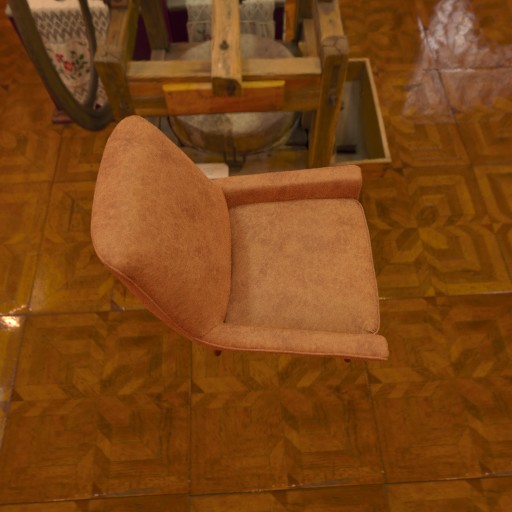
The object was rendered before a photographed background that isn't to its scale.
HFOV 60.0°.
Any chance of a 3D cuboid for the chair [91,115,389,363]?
[{"bbox_3d":[0.000,0.000,1.549,0.851,0.883,0.753,-1,63,0],"label":"chair"}]
